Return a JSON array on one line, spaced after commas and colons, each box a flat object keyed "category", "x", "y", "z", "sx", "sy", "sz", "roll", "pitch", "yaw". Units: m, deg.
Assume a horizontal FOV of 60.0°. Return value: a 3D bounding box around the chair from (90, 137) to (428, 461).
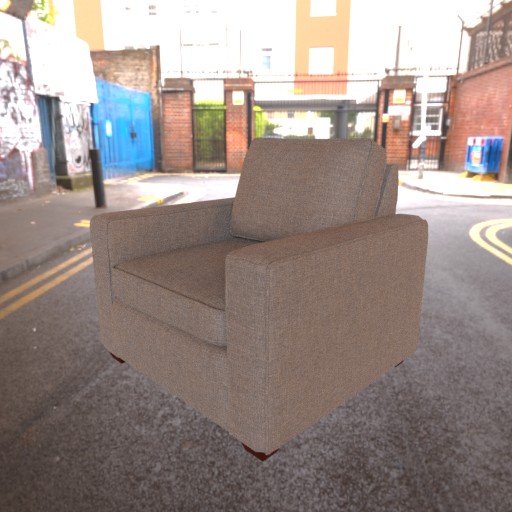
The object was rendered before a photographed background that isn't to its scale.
[{"category": "chair", "x": 0.000, "y": 0.000, "z": 1.765, "sx": 0.940, "sy": 0.914, "sz": 1.016, "roll": -14, "pitch": 21, "yaw": -43}]
